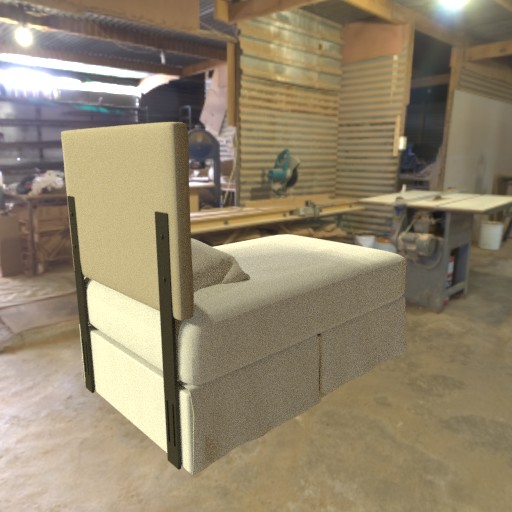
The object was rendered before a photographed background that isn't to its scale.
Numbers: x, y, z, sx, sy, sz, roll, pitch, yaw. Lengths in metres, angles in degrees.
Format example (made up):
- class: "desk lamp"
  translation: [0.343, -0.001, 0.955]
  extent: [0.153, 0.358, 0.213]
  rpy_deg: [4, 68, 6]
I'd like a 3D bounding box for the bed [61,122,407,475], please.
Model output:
- class: "bed"
  translation: [0.000, 0.000, 2.924]
  extent: [1.997, 1.571, 1.261]
  rpy_deg: [-12, 18, -42]
